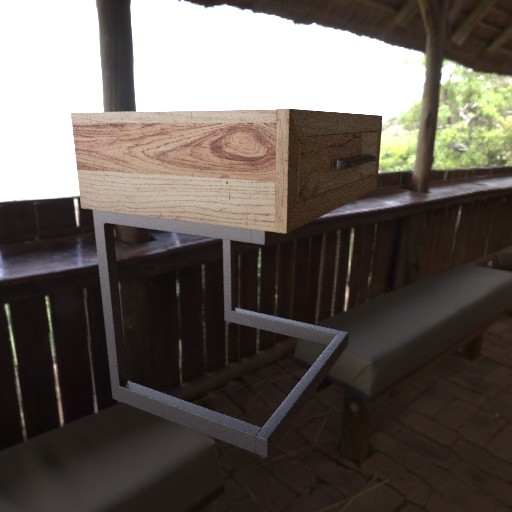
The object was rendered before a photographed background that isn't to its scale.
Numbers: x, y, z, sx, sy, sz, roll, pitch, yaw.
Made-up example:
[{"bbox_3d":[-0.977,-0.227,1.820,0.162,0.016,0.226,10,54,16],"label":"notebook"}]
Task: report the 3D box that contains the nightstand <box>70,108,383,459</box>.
[{"bbox_3d":[0.000,0.000,1.033,0.481,0.632,0.558,9,19,27],"label":"nightstand"}]
